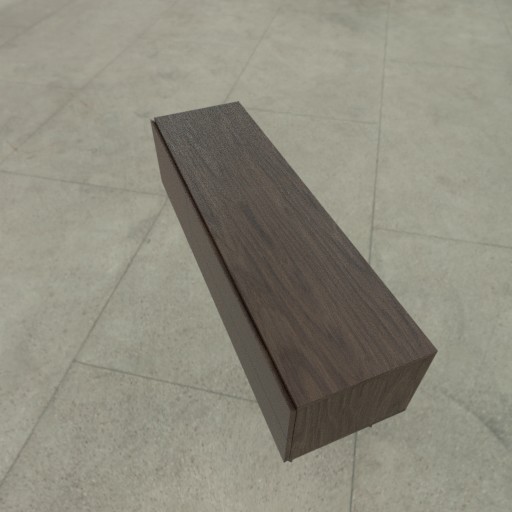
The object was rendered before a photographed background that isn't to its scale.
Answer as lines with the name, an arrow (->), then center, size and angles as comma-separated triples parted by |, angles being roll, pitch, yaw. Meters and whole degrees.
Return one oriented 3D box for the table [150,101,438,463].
table -> 0.000, 0.000, 1.677 | 0.405, 0.508, 1.397 | -16, 48, -15
